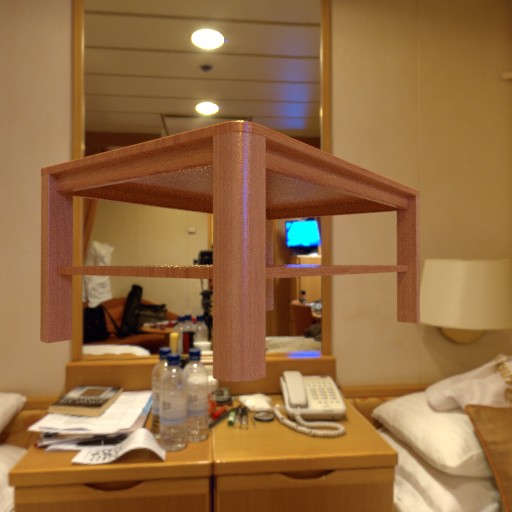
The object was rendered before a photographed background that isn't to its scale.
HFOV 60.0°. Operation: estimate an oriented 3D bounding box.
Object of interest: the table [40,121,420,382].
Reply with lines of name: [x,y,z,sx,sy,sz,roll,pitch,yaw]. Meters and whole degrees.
table: [0.000,0.000,1.342,0.696,0.445,0.997,-1,-1,37]
